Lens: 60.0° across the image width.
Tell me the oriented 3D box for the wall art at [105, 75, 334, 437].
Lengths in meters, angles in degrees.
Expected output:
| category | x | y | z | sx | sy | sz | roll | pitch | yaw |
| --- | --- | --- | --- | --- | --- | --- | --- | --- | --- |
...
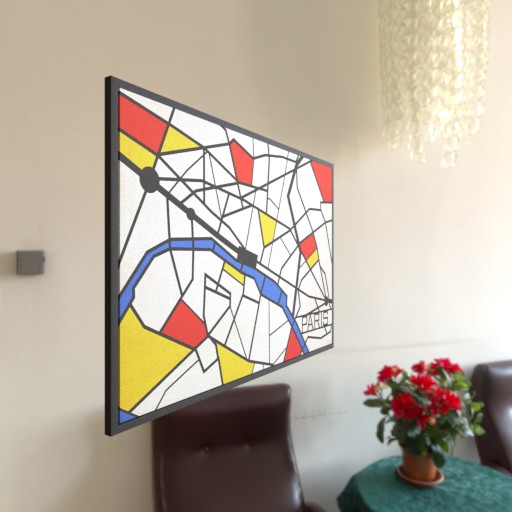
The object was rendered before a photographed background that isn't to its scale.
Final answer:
| category | x | y | z | sx | sy | sz | roll | pitch | yaw |
| --- | --- | --- | --- | --- | --- | --- | --- | --- | --- |
| wall art | 0.000 | 0.000 | 0.839 | 0.013 | 0.458 | 0.664 | 0 | 0 | 35 |
